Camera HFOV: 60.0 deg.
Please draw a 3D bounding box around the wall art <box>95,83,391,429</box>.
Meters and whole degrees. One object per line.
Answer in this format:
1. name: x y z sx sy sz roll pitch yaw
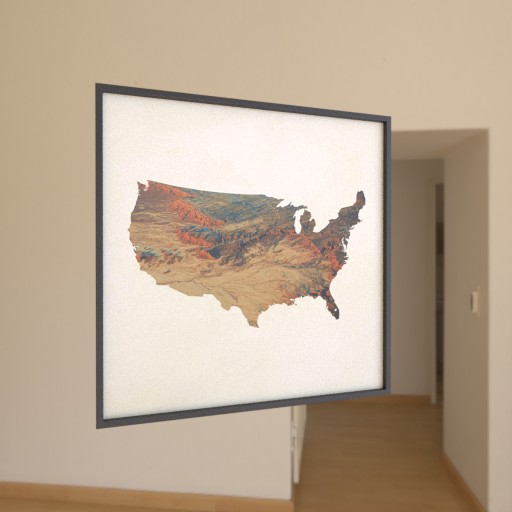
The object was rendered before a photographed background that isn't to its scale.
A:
1. wall art: 0.000 0.000 0.746 0.507 0.507 0.038 0 0 -18
